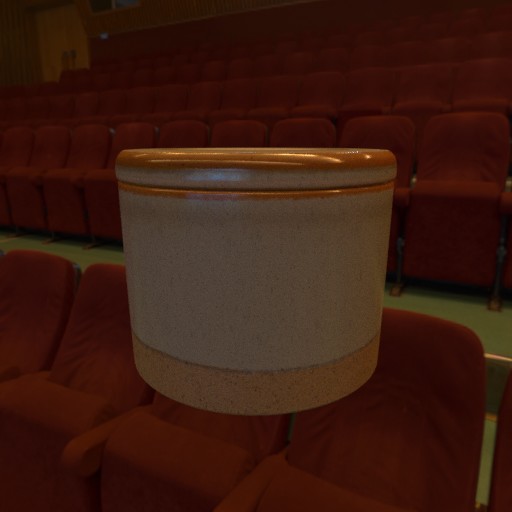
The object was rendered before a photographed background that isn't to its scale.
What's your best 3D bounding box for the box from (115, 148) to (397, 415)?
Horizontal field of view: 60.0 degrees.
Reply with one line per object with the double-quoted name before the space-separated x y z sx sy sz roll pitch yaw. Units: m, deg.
"box" 0.000 0.000 0.213 0.123 0.100 0.123 0 14 0
